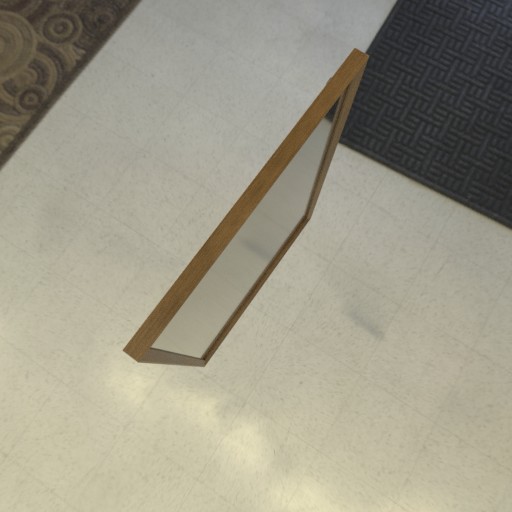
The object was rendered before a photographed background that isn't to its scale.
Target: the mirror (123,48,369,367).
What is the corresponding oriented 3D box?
[{"bbox_3d":[0.000,0.000,1.340,0.041,1.016,0.762,34,78,8],"label":"mirror"}]
